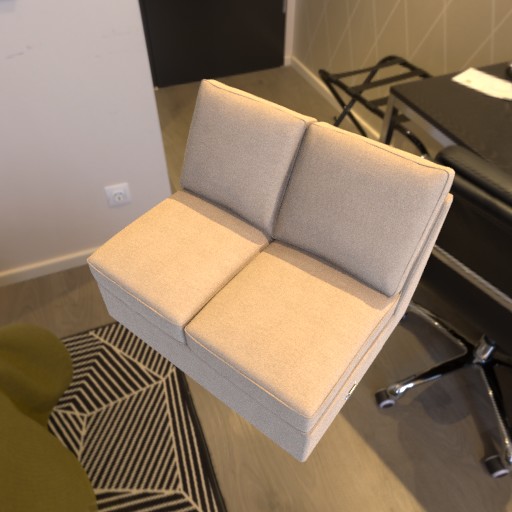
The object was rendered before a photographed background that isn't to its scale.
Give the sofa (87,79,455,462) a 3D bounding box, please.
[{"bbox_3d":[0.000,0.000,1.972,1.232,1.006,0.978,29,53,25],"label":"sofa"}]
